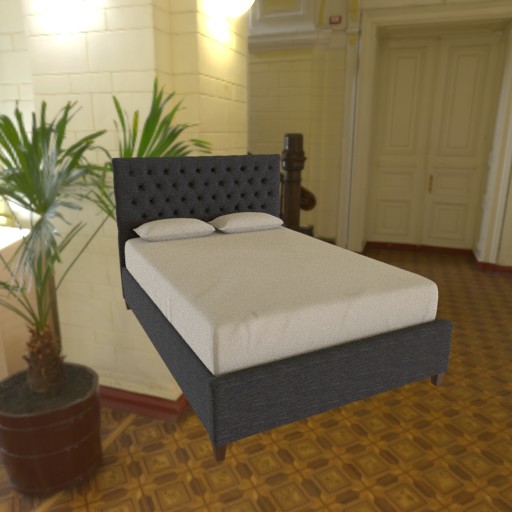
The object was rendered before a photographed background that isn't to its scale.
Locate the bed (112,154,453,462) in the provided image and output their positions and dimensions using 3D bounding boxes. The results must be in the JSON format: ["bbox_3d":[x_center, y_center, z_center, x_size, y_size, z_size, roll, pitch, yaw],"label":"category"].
[{"bbox_3d":[0.000,0.000,3.445,1.698,1.427,2.387,-8,17,-26],"label":"bed"}]
